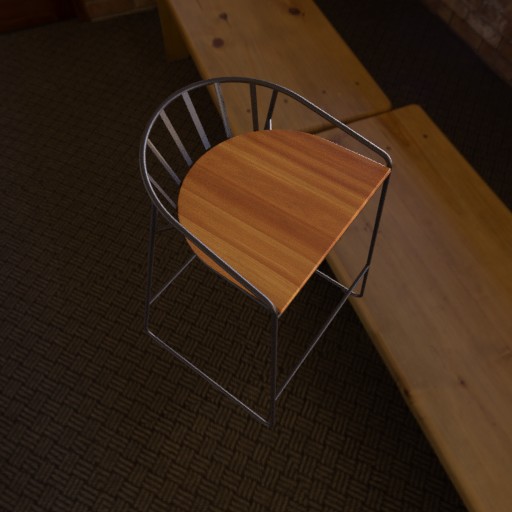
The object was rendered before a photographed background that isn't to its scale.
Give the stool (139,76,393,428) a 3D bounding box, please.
[{"bbox_3d":[0.000,0.000,1.175,0.521,0.812,0.546,32,64,18],"label":"stool"}]
